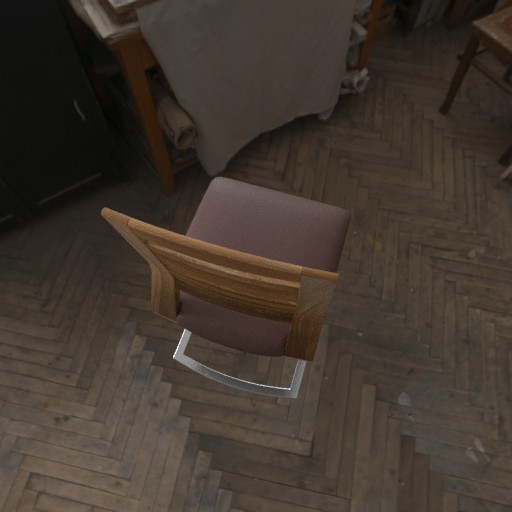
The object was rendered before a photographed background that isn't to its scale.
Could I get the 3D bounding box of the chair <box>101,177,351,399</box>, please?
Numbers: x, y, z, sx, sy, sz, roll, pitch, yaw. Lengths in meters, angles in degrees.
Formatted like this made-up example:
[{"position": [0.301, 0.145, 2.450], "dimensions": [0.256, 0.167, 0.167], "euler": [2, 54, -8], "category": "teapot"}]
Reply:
[{"position": [0.000, 0.000, 1.244], "dimensions": [0.460, 0.970, 0.570], "euler": [16, 64, 8], "category": "chair"}]
